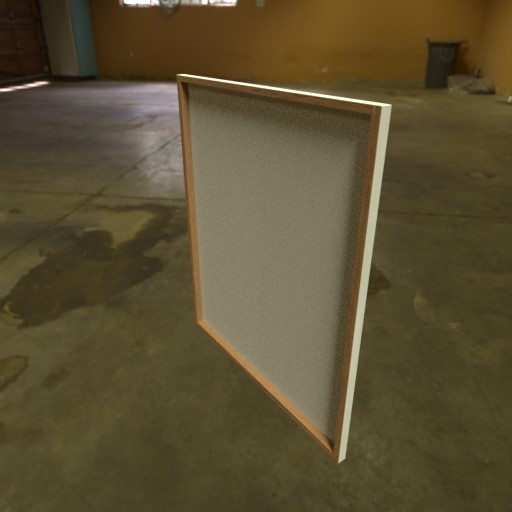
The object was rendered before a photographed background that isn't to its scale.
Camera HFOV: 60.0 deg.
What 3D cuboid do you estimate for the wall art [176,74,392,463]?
[{"bbox_3d":[0.000,0.000,0.985,0.021,0.710,0.609,-18,32,-32],"label":"wall art"}]
